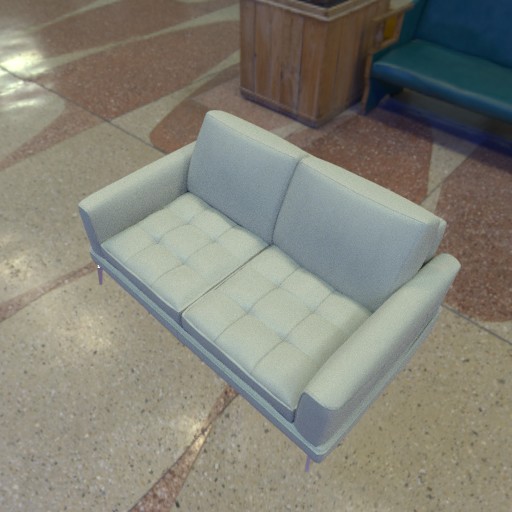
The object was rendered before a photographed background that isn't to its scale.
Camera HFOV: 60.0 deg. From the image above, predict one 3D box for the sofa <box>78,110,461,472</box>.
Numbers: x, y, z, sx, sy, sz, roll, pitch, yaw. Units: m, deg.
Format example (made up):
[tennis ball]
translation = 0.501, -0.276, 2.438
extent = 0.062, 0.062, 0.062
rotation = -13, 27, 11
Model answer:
[sofa]
translation = 0.000, 0.000, 2.408
extent = 1.819, 0.930, 1.121
rotation = 34, 55, 29
